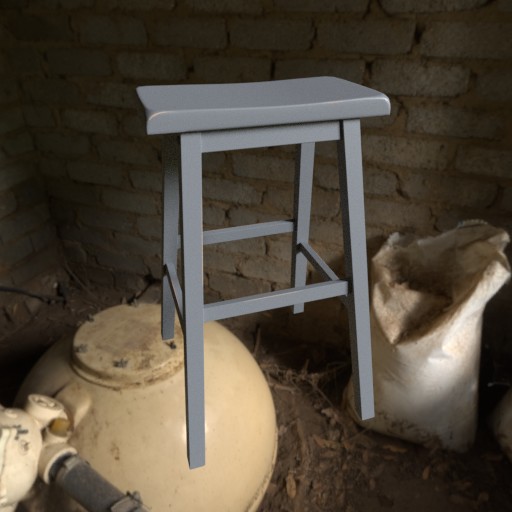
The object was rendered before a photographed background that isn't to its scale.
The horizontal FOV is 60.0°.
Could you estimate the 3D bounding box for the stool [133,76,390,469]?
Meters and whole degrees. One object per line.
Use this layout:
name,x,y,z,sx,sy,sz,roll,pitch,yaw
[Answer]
stool,0.000,0.000,1.037,0.457,0.737,0.476,-9,32,-15
